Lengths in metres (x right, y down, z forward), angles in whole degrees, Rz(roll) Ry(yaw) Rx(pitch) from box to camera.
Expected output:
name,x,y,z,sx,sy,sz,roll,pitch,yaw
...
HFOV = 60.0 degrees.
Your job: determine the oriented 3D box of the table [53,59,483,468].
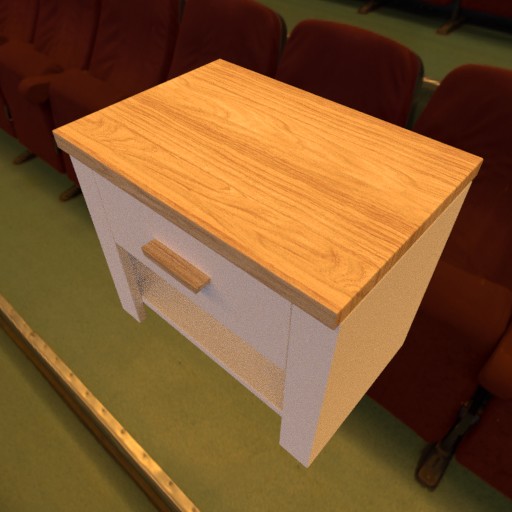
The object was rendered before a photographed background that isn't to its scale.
name,x,y,z,sx,sy,sz,roll,pitch,yaw
table,0.000,0.000,0.774,0.500,0.440,0.360,32,54,28
